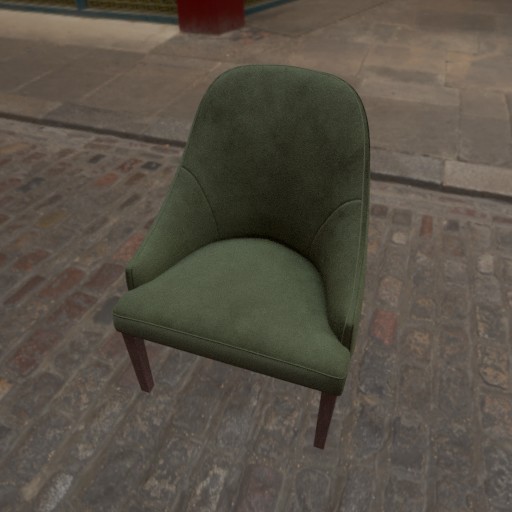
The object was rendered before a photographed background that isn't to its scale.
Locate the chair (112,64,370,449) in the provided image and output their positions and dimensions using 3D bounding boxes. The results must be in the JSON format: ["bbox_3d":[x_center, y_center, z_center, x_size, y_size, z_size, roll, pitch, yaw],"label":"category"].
[{"bbox_3d":[0.000,0.000,1.265,0.643,0.889,0.575,13,43,14],"label":"chair"}]
